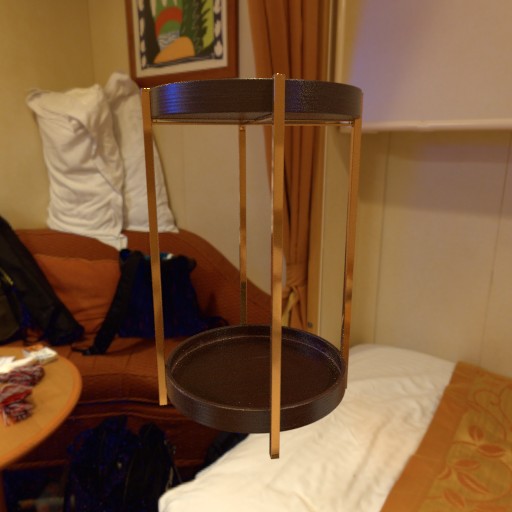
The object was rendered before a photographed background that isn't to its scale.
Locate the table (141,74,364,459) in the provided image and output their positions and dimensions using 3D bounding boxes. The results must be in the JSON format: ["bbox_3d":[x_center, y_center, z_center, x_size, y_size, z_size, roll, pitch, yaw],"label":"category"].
[{"bbox_3d":[0.000,0.000,0.867,0.400,0.610,0.400,-2,14,-9],"label":"table"}]
